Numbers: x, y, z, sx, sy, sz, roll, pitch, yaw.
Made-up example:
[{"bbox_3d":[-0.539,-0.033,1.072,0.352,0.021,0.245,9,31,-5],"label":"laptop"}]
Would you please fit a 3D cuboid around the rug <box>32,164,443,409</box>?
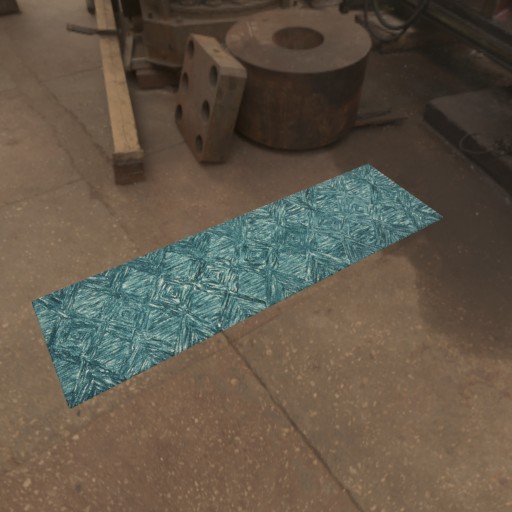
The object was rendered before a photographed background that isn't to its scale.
[{"bbox_3d":[0.000,0.000,2.488,2.286,0.016,0.676,-24,51,-22],"label":"rug"}]
